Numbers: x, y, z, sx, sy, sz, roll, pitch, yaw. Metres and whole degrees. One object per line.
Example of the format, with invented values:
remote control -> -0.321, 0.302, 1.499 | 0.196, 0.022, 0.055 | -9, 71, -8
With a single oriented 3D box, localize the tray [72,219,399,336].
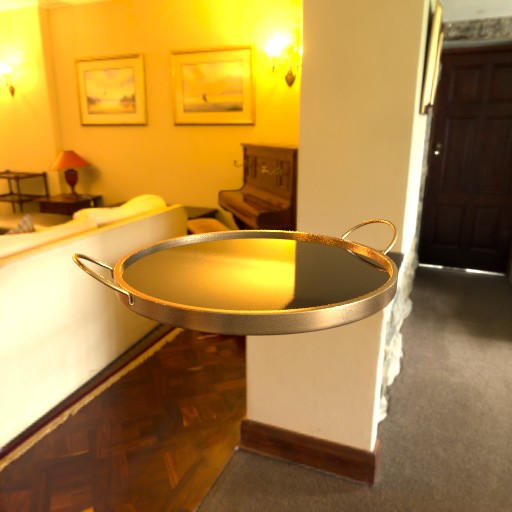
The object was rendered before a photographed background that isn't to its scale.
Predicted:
tray -> 0.000, 0.000, 0.711 | 0.543, 0.069, 0.438 | -8, 18, -26
